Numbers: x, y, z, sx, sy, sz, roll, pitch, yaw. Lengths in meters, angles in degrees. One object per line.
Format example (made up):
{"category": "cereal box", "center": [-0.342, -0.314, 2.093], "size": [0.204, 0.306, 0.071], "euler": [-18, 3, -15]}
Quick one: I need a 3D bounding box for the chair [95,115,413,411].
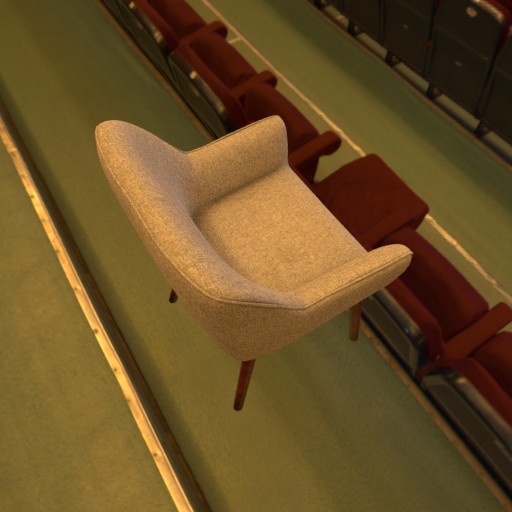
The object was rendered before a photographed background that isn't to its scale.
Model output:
{"category": "chair", "center": [0.000, 0.000, 1.157], "size": [0.519, 0.803, 0.543], "euler": [-29, 63, -16]}
